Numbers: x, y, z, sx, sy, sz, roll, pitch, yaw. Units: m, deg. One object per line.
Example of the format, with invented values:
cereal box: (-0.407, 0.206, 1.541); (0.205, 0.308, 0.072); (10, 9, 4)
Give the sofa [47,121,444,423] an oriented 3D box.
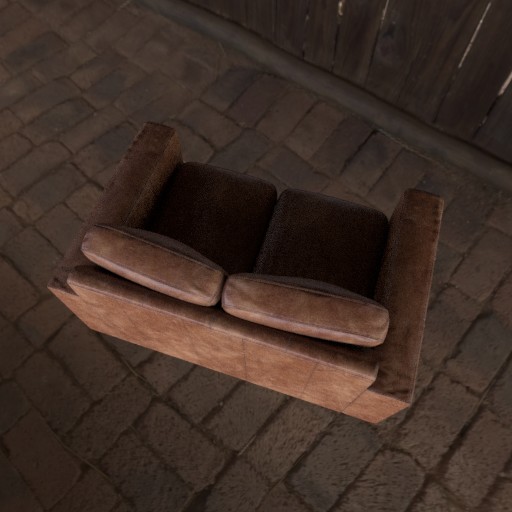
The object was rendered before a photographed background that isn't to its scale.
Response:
sofa: (0.000, 0.000, 2.207); (1.626, 0.889, 1.041); (16, 64, 8)
